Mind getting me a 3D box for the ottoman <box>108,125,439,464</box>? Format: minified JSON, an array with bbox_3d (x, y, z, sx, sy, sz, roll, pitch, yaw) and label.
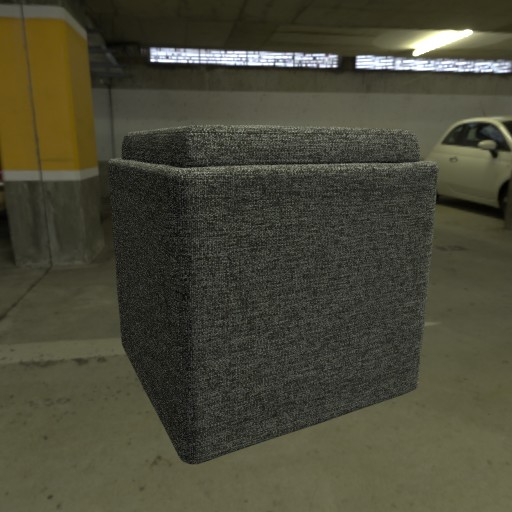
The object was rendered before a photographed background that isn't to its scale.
[{"bbox_3d":[0.000,0.000,0.833,0.450,0.463,0.450,-7,16,-26],"label":"ottoman"}]
